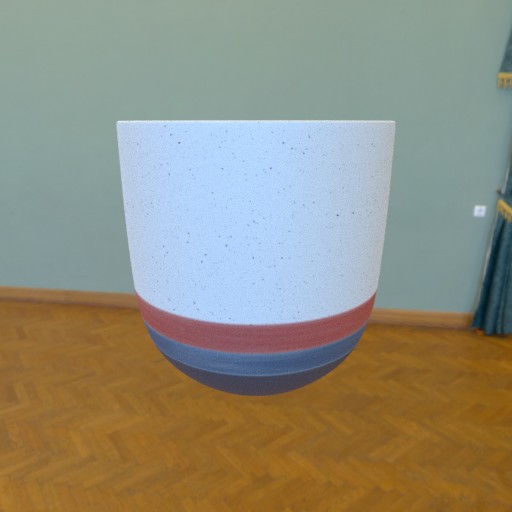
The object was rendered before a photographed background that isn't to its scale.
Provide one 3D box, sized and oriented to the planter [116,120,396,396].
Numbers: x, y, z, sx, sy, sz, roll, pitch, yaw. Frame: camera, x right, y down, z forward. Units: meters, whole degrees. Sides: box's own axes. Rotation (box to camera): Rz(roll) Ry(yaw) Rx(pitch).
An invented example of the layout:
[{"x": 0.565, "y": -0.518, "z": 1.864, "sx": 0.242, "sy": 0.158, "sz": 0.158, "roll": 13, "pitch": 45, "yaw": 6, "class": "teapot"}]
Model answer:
[{"x": 0.000, "y": 0.000, "z": 0.368, "sx": 0.204, "sy": 0.214, "sz": 0.204, "roll": 0, "pitch": 17, "yaw": 0, "class": "planter"}]
